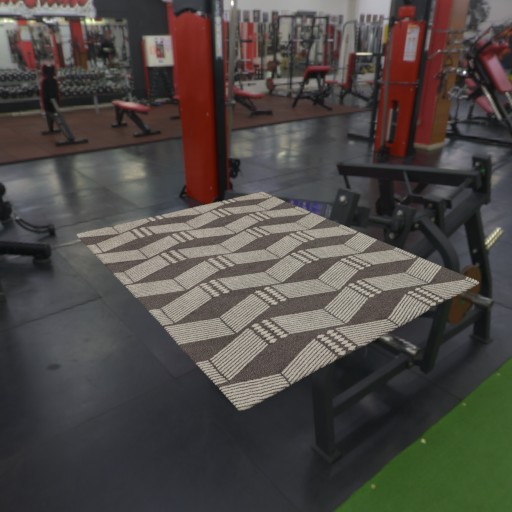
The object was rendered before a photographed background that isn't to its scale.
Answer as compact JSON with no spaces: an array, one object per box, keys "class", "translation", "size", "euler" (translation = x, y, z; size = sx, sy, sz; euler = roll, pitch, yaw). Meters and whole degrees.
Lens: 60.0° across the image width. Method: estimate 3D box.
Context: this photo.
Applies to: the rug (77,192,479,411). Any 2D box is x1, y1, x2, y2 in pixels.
[{"class":"rug","translation":[0.000,0.000,4.173],"size":[2.438,0.016,3.048],"euler":[-18,31,-32]}]
